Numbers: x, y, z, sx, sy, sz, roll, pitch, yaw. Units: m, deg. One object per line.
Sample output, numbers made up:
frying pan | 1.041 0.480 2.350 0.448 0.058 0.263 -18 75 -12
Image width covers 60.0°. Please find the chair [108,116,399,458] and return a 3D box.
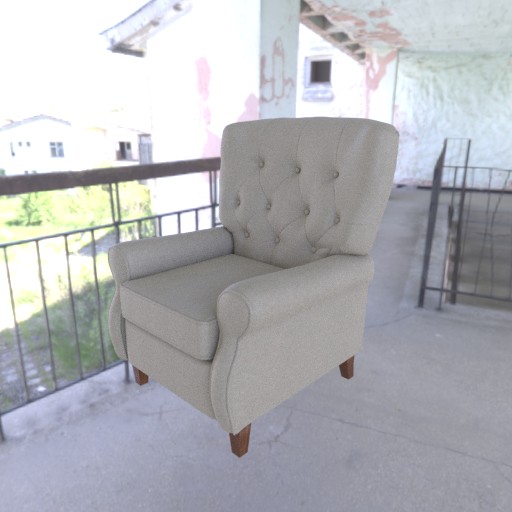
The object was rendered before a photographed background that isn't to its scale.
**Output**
chair | 0.000 0.000 1.917 0.943 1.158 1.059 16 23 42
